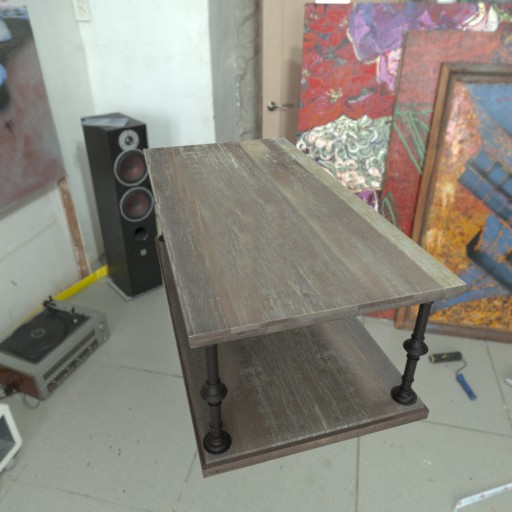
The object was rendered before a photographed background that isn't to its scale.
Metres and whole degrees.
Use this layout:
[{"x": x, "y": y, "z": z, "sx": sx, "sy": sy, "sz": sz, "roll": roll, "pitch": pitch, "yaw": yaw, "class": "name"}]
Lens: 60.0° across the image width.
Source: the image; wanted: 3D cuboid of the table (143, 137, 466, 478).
[{"x": 0.000, "y": 0.000, "z": 1.366, "sx": 0.554, "sy": 0.399, "sz": 1.088, "roll": -8, "pitch": 32, "yaw": -14, "class": "table"}]
